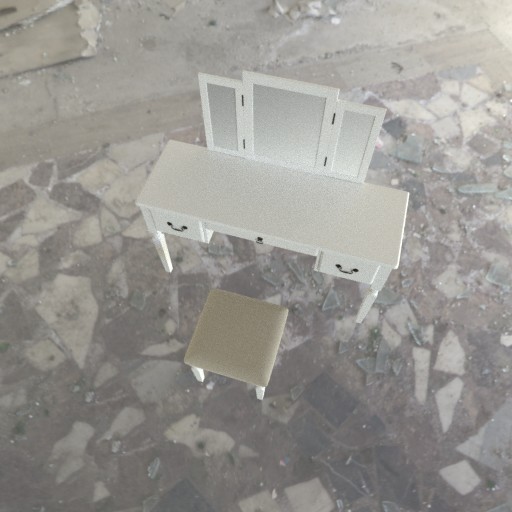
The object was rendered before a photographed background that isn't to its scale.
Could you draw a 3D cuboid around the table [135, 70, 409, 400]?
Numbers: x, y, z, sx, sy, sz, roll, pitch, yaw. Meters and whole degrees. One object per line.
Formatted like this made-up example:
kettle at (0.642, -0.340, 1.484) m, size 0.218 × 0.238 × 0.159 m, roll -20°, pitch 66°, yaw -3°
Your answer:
table at (0.000, 0.000, 2.257) m, size 1.369 × 1.310 × 1.115 m, roll 14°, pitch 60°, yaw 8°
